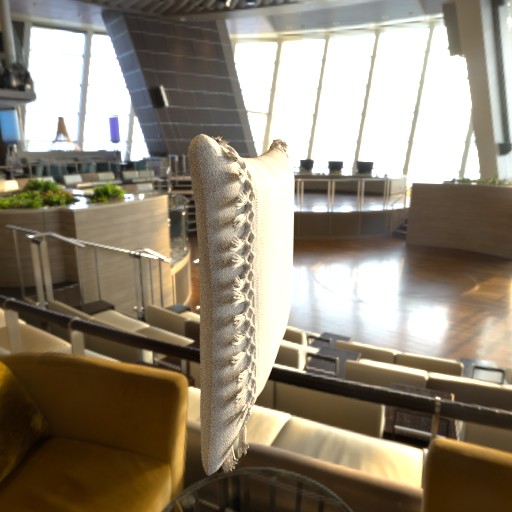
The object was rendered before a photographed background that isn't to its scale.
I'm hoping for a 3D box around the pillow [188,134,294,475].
[{"bbox_3d":[0.000,0.000,0.582,0.084,0.305,0.466,3,15,10],"label":"pillow"}]
